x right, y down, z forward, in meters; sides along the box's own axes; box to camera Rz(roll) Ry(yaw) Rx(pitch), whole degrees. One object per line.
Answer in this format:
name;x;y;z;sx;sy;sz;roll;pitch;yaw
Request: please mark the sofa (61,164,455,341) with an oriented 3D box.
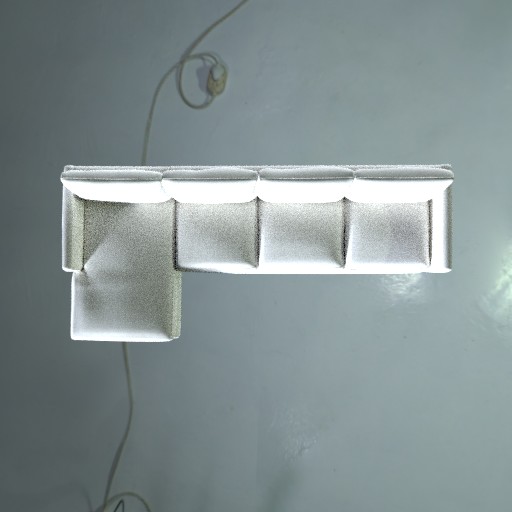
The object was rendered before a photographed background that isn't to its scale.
sofa;0.000;0.000;3.757;3.186;0.875;1.467;0;89;1
